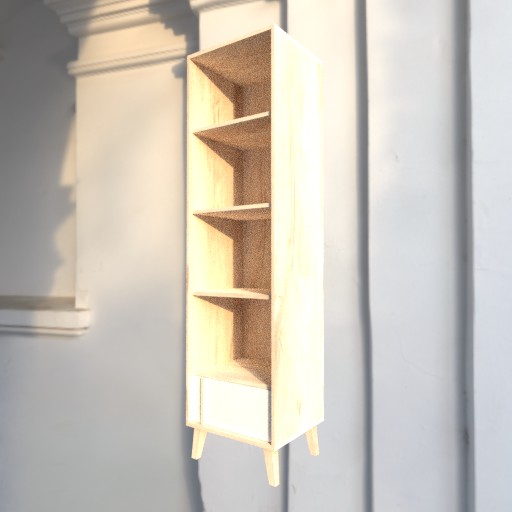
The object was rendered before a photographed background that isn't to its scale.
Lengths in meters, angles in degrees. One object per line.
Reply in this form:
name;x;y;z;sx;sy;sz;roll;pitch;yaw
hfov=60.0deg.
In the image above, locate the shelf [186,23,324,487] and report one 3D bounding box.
shelf;0.000;0.000;2.191;0.510;1.960;0.450;-1;-1;35
